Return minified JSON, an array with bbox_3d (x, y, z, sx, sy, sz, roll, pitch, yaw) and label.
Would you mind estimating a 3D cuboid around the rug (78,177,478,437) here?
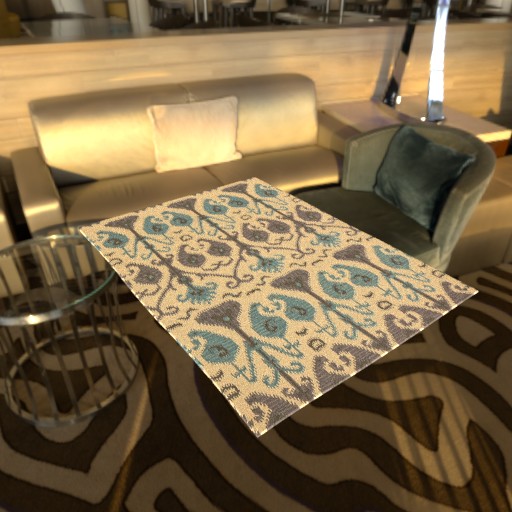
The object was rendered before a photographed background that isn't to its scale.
[{"bbox_3d":[0.000,0.000,3.011,1.676,0.013,2.261,-22,38,-31],"label":"rug"}]
